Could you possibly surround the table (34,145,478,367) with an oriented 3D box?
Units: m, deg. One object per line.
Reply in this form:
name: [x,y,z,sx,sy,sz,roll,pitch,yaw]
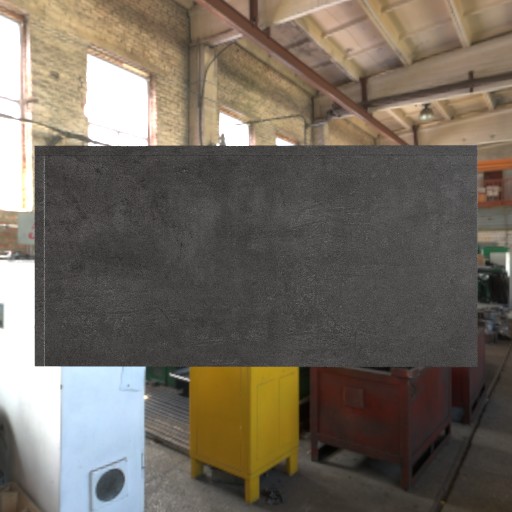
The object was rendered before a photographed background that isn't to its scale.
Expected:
table: [0.000,0.000,0.899,0.700,0.350,0.400,0,0,0]
